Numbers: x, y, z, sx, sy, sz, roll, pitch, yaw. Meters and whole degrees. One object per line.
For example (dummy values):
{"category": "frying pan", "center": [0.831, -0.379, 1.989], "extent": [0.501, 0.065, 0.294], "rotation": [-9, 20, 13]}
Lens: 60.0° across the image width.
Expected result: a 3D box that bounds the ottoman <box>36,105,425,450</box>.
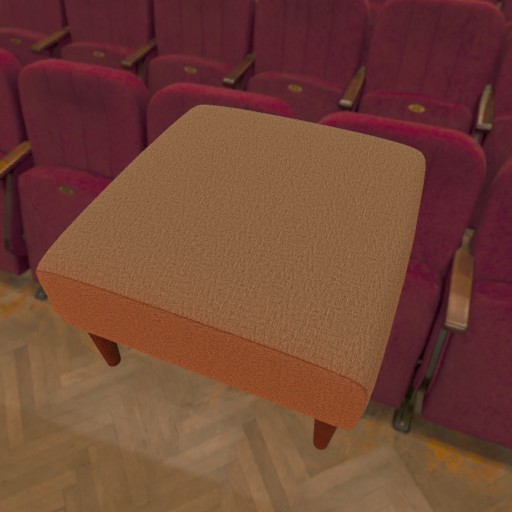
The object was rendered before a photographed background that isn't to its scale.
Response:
{"category": "ottoman", "center": [0.000, 0.000, 1.034], "extent": [0.649, 0.398, 0.650], "rotation": [16, 49, 15]}
